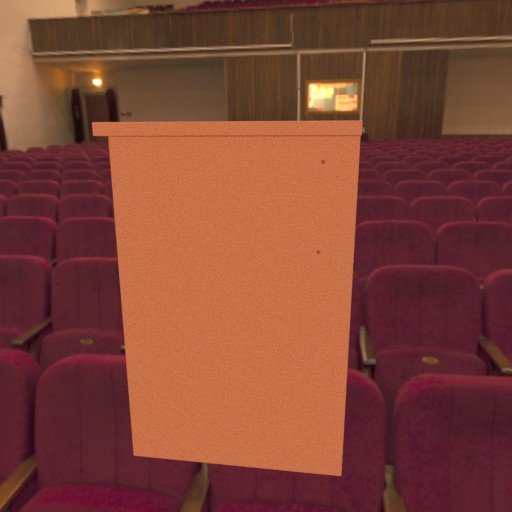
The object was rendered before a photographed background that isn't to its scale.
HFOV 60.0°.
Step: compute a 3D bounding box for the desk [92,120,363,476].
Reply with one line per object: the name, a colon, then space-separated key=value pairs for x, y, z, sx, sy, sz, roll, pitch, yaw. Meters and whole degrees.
desk: x=0.000 y=0.000 z=1.321 sx=0.498 sy=0.729 sz=0.900 roll=2 pitch=15 yaw=8
